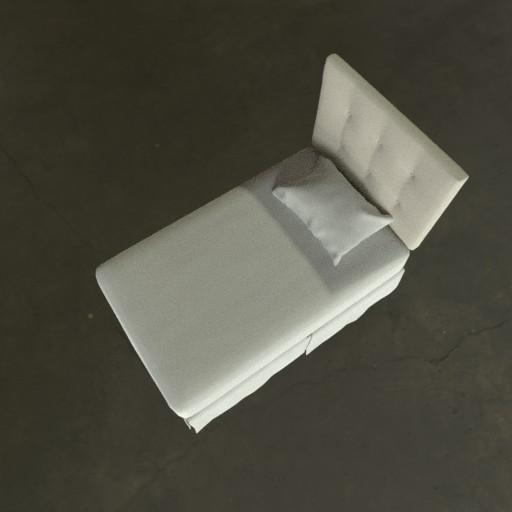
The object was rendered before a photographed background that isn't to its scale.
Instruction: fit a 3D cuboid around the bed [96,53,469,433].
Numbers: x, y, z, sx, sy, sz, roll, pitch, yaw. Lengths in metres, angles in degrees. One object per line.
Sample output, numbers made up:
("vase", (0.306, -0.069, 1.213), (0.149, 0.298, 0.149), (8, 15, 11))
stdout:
("bed", (0.000, 0.000, 2.994), (1.997, 1.571, 1.261), (-32, 68, -14))
